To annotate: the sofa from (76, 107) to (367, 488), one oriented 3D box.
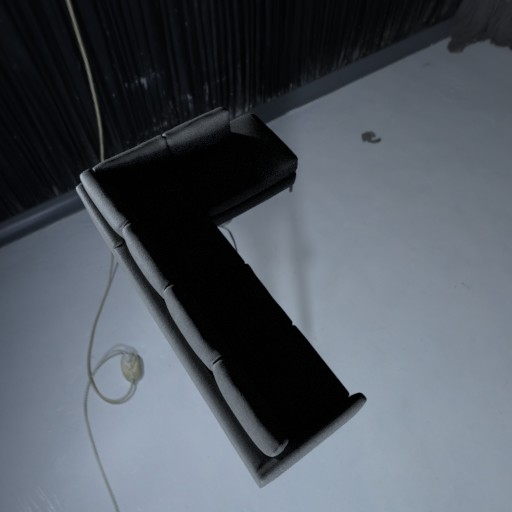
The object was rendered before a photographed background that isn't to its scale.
[{"bbox_3d":[0.000,0.000,3.825,1.984,0.858,2.972,-31,64,-17],"label":"sofa"}]
